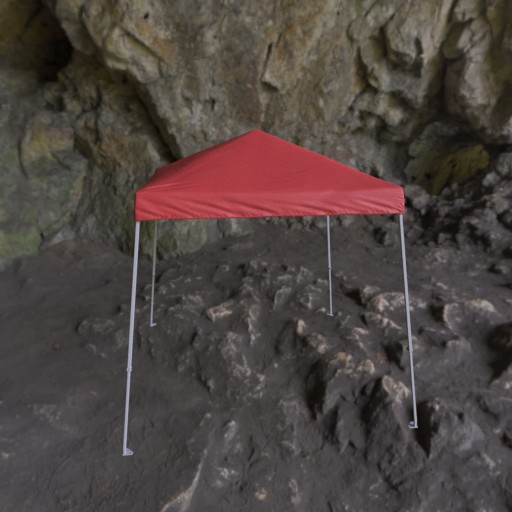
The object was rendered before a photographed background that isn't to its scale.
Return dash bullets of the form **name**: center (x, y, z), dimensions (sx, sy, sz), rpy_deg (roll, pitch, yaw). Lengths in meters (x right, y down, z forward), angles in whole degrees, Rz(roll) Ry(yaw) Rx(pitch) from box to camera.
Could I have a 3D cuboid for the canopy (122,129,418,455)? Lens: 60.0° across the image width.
- **canopy**: center (0.000, 0.000, 5.175), dimensions (2.849, 2.849, 2.848), rpy_deg (-2, 16, -8)
